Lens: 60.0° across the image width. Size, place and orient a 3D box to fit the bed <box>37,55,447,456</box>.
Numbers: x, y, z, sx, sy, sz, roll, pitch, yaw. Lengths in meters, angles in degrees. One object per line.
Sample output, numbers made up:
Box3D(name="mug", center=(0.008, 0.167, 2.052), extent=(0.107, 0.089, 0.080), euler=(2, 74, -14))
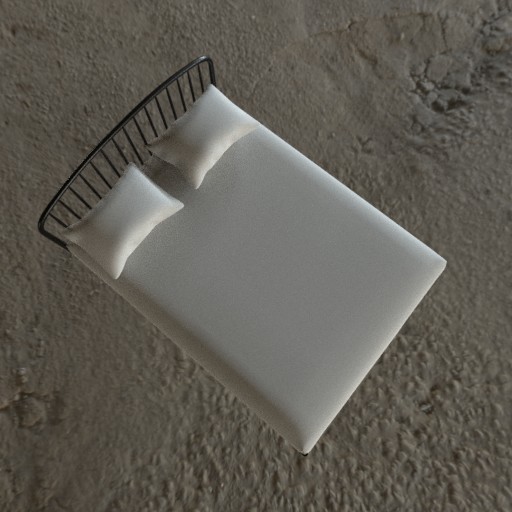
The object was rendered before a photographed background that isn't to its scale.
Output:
Box3D(name="bed", center=(0.000, 0.000, 3.062), extent=(2.159, 1.166, 1.618), euler=(39, 79, 9))
